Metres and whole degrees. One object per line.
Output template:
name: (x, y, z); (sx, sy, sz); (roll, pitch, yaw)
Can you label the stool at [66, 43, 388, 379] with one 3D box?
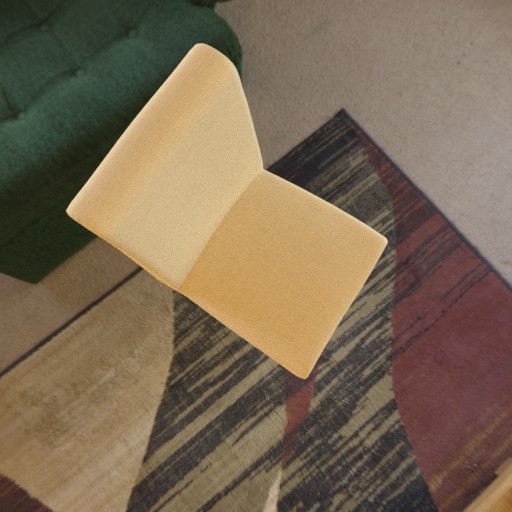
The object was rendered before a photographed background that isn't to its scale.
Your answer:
stool: (0.000, 0.000, 1.300); (0.597, 0.976, 0.452); (32, 79, 7)
